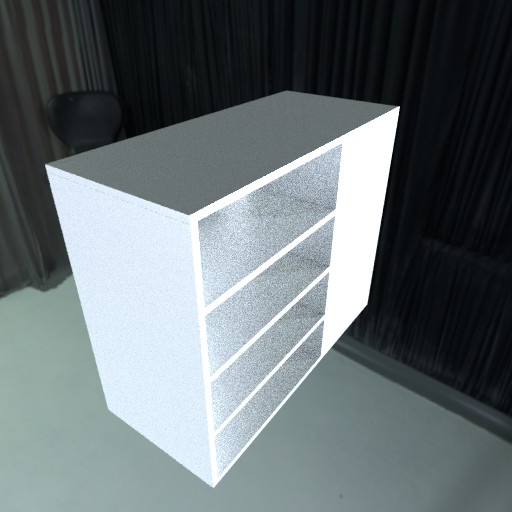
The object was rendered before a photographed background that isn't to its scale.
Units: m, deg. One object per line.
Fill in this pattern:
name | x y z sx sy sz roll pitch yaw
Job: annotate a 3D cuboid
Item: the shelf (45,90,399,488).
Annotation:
shelf | 0.000 0.000 1.289 0.396 0.732 0.895 21 37 30
